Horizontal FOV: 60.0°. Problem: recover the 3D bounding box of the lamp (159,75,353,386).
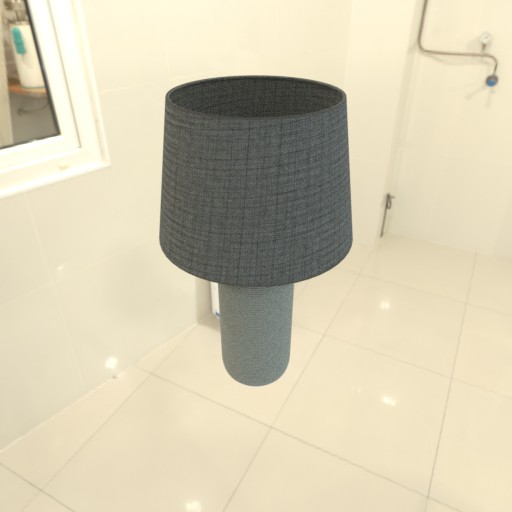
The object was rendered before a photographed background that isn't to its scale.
[{"bbox_3d":[0.000,0.000,0.607,0.251,0.429,0.251,0,33,0],"label":"lamp"}]
